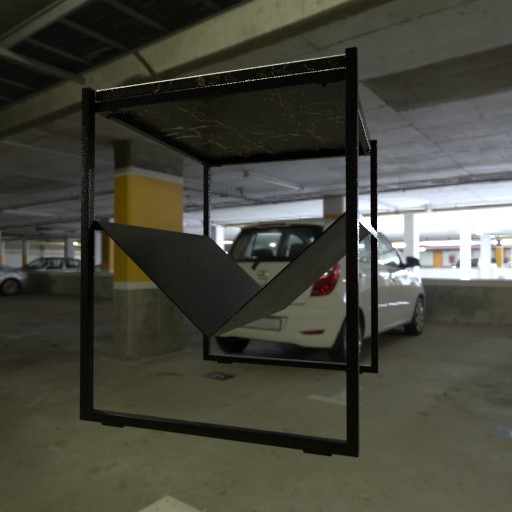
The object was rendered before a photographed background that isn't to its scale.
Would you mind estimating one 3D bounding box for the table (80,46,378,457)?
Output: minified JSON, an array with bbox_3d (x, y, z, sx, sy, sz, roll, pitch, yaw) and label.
[{"bbox_3d":[0.000,0.000,0.858,0.432,0.534,0.469,0,-1,18],"label":"table"}]
